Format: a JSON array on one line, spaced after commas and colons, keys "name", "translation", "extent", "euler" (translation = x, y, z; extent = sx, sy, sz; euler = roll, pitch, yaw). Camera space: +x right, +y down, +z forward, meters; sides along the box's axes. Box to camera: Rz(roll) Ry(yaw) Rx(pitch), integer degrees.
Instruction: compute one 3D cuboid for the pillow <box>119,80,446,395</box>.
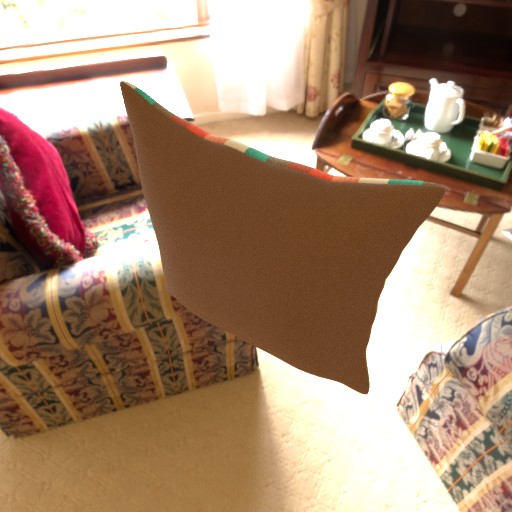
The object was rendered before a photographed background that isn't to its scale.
[{"name": "pillow", "translation": [0.000, 0.000, 0.686], "extent": [0.453, 0.443, 0.168], "euler": [25, 50, 22]}]
